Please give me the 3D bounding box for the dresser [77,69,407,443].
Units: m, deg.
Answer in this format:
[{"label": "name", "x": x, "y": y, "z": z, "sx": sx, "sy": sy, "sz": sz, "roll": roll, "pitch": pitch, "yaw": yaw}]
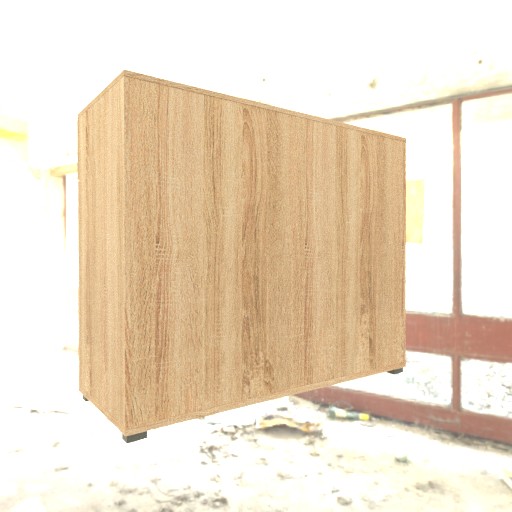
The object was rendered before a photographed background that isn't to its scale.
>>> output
[{"label": "dresser", "x": 0.000, "y": 0.000, "z": 1.564, "sx": 1.100, "sy": 0.900, "sz": 0.450, "roll": 0, "pitch": 1, "yaw": -36}]
